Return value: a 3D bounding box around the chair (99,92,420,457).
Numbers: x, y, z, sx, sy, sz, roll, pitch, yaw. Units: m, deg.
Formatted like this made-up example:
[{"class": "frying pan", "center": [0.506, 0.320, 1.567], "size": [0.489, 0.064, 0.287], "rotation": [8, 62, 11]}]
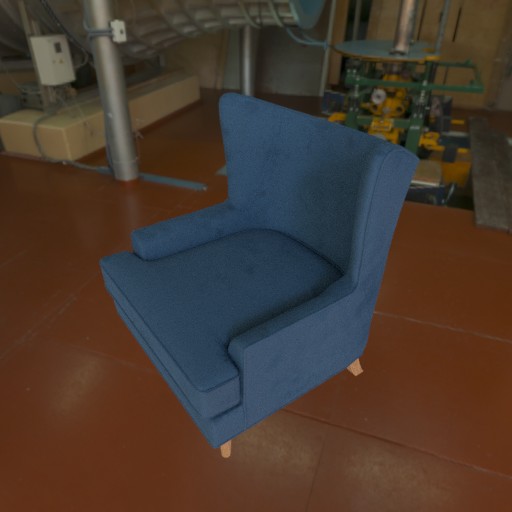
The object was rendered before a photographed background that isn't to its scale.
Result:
[{"class": "chair", "center": [0.000, 0.000, 1.585], "size": [0.910, 0.952, 0.793], "rotation": [-21, 39, -29]}]
